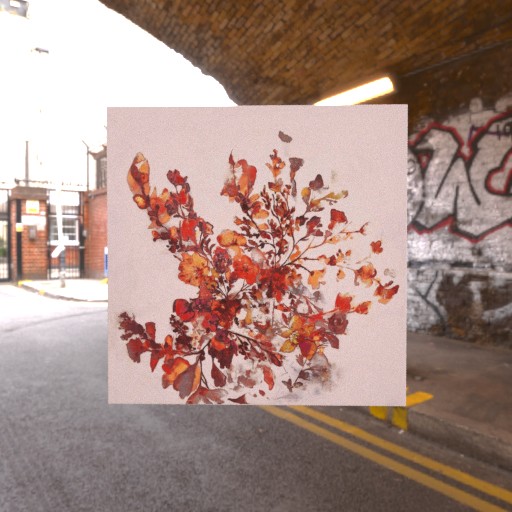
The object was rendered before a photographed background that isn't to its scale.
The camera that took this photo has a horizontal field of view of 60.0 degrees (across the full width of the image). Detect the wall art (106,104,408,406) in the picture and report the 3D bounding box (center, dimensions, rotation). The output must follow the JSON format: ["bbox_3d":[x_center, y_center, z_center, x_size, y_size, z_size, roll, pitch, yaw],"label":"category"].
[{"bbox_3d":[0.000,0.000,1.515,1.009,1.009,0.049,0,1,1],"label":"wall art"}]
